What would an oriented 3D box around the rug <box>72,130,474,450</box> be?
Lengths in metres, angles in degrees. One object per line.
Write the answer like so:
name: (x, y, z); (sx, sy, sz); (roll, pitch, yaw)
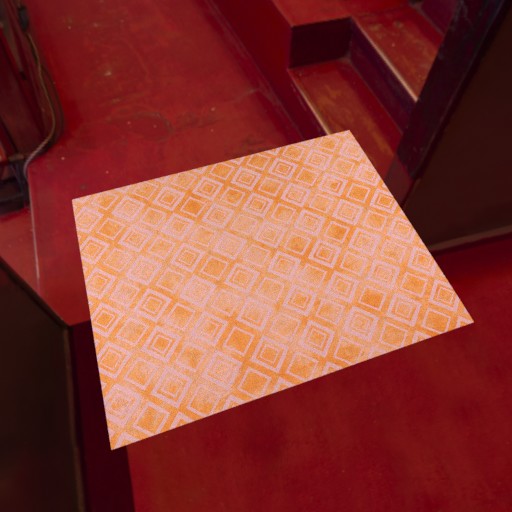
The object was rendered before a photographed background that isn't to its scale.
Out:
rug: (0.000, 0.000, 4.055); (3.037, 0.011, 2.433); (-16, 60, -10)
